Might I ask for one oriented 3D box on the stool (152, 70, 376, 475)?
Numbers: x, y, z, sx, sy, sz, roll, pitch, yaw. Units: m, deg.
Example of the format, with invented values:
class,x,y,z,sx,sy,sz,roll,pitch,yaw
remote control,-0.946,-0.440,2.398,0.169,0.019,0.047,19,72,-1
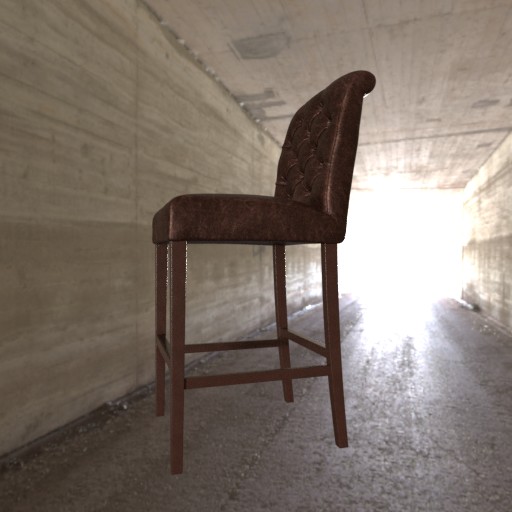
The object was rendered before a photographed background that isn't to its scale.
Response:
class,x,y,z,sx,sy,sz,roll,pitch,yaw
stool,0.000,0.000,1.498,0.659,1.168,0.483,0,1,-18
